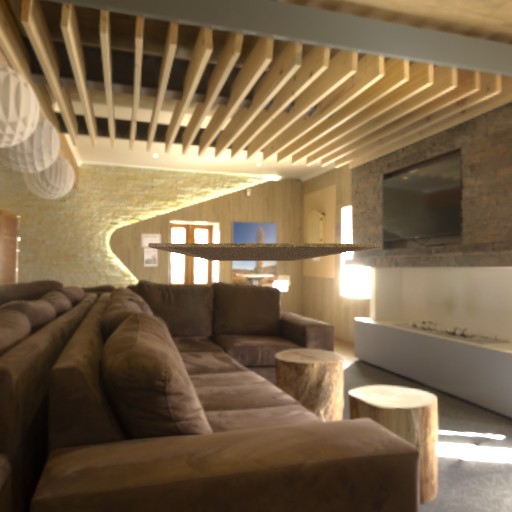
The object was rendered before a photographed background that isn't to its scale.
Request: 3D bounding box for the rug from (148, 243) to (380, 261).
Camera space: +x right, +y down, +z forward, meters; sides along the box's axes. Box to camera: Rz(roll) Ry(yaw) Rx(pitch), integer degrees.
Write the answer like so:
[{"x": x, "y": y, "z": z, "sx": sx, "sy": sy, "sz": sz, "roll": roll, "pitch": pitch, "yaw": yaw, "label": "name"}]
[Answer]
[{"x": 0.000, "y": 0.000, "z": 2.453, "sx": 0.700, "sy": 0.014, "sz": 2.290, "roll": 0, "pitch": -2, "yaw": -1, "label": "rug"}]
